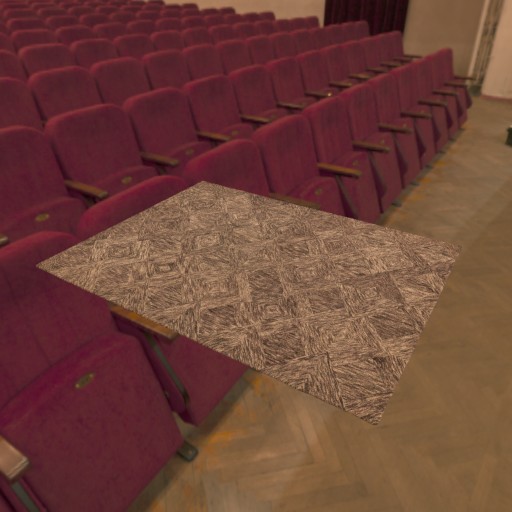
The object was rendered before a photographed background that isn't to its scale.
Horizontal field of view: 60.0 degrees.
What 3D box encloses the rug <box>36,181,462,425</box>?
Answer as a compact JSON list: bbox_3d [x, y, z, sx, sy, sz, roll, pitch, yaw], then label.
[{"bbox_3d":[0.000,0.000,4.160,3.204,0.017,2.448,18,36,27],"label":"rug"}]
